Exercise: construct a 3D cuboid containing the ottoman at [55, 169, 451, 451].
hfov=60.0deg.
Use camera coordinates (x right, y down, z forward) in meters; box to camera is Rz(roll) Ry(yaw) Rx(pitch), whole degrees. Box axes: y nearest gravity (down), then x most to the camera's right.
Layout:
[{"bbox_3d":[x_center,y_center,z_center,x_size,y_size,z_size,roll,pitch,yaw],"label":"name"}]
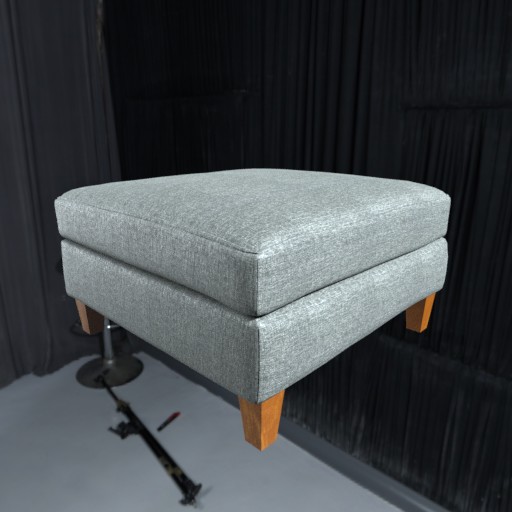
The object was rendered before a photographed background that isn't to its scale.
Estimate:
[{"bbox_3d":[0.000,0.000,1.320,0.838,0.481,0.838,16,23,42],"label":"ottoman"}]
